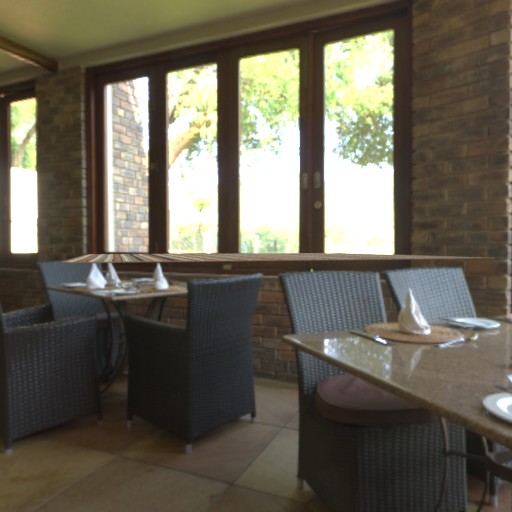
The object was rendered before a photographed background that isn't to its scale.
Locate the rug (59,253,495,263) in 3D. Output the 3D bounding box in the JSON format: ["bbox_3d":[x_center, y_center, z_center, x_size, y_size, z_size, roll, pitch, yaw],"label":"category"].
[{"bbox_3d":[0.000,0.000,4.064,3.045,0.011,2.436,0,1,-17],"label":"rug"}]
